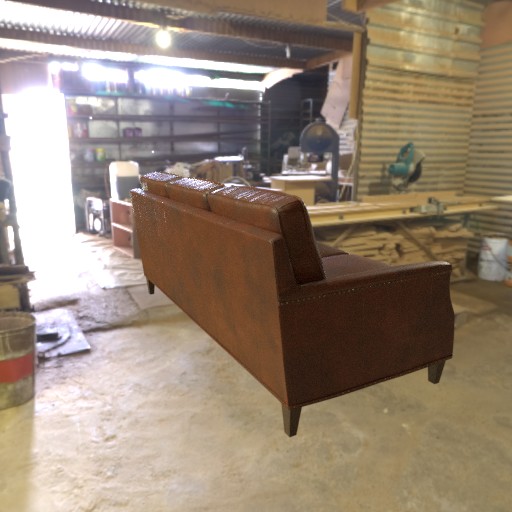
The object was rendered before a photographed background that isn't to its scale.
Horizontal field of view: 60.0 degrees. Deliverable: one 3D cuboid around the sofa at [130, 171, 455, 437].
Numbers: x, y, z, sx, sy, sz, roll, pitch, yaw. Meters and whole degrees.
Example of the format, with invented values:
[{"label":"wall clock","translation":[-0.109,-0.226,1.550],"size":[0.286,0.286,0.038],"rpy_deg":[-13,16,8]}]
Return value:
[{"label":"sofa","translation":[0.000,0.000,2.851],"size":[1.084,1.003,2.240],"rpy_deg":[-8,16,-28]}]
